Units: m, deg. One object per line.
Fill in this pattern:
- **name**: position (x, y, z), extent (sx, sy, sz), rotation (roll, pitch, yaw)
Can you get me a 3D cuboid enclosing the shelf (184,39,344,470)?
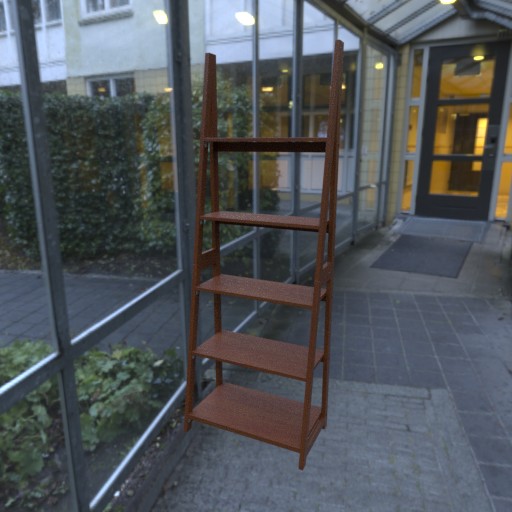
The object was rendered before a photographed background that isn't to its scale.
- **shelf**: position (0.000, 0.000, 1.999), extent (0.630, 1.780, 0.356), rotation (7, 16, 25)
